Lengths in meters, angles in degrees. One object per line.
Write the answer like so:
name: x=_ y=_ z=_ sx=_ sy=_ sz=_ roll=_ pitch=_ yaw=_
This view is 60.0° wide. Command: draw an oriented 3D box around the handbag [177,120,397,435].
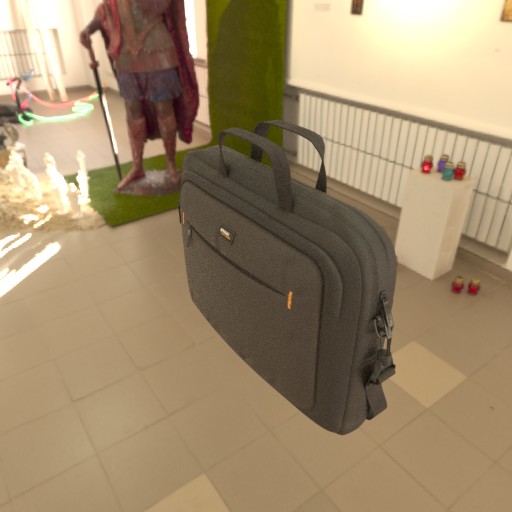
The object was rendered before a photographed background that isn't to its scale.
handbag: x=0.000 y=0.000 z=0.428 sx=0.089 sy=0.244 sz=0.320 roll=-21 pitch=37 yaw=-30
